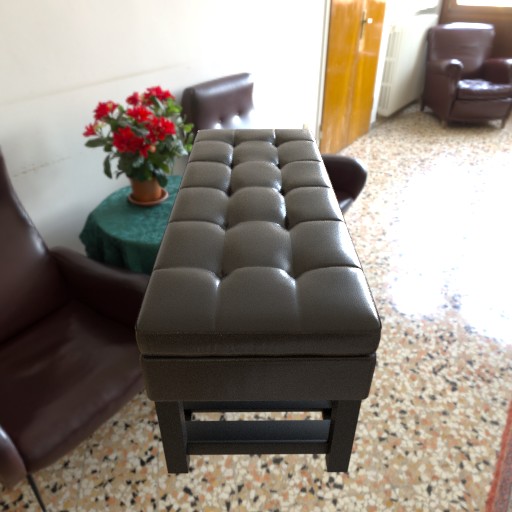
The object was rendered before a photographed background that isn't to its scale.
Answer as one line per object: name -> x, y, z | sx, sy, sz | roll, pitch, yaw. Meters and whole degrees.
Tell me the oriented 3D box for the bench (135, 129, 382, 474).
bench -> 0.000, 0.000, 1.316 | 0.432, 0.460, 1.105 | 0, 33, 0
